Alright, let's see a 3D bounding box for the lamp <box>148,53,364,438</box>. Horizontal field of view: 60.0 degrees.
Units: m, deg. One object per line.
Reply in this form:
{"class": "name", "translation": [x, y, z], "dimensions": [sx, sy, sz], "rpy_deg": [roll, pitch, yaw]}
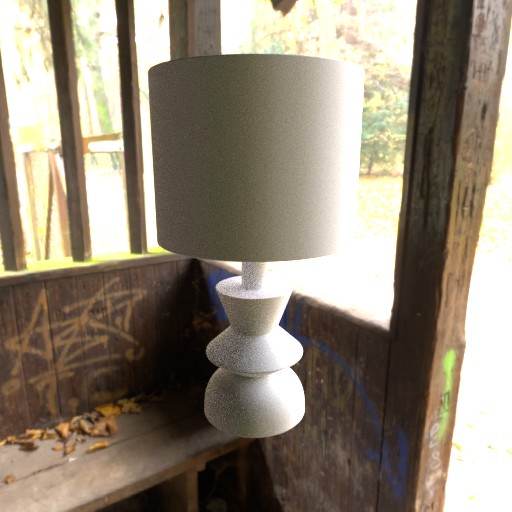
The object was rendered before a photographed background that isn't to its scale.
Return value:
{"class": "lamp", "translation": [0.000, 0.000, 0.696], "dimensions": [0.301, 0.533, 0.301], "rpy_deg": [7, 16, 26]}
